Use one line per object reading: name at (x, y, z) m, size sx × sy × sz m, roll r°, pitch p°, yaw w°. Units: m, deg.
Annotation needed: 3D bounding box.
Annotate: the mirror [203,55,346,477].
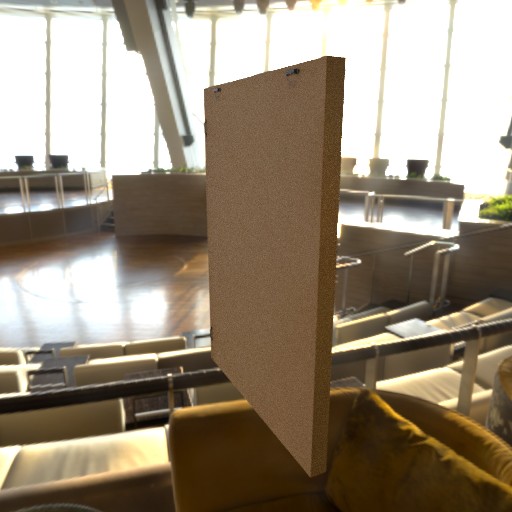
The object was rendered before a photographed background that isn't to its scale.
mirror at (0.000, 0.000, 0.939) m, size 0.039 × 0.710 × 0.507 m, roll -7°, pitch 17°, yaw -25°
